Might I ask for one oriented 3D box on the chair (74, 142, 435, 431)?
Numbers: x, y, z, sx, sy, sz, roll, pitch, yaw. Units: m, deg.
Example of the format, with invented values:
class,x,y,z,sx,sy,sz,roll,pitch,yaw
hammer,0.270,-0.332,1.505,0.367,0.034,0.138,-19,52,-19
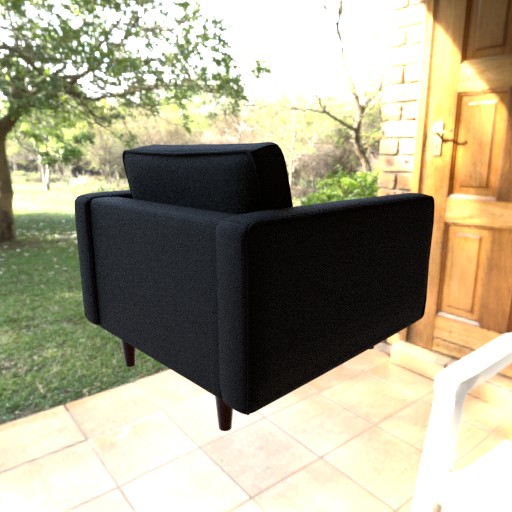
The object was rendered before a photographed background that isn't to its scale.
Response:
class,x,y,z,sx,sy,sz,roll,pitch,yaw
chair,0.000,0.000,1.574,0.919,0.770,0.899,-13,18,-43
